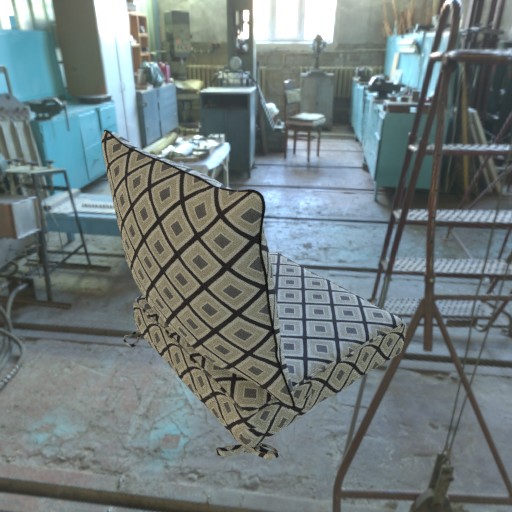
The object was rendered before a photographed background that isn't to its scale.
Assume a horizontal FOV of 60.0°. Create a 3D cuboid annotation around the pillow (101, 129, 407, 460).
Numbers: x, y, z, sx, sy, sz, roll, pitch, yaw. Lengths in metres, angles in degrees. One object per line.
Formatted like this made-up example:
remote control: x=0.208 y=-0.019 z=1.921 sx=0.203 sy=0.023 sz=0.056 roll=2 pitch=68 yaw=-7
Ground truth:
pillow: x=0.000 y=0.000 z=1.365 sx=0.733 sy=0.722 sz=0.798 roll=-19 pitch=32 yaw=-33
